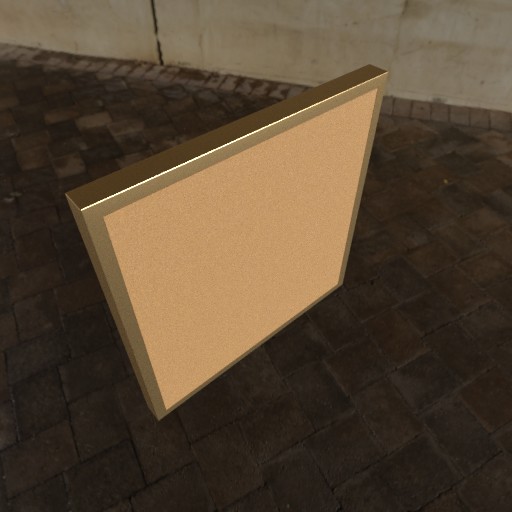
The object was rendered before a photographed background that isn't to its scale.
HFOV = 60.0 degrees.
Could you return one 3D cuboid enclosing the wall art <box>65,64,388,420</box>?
[{"bbox_3d":[0.000,0.000,0.458,0.305,0.305,0.023,-32,54,-27],"label":"wall art"}]
